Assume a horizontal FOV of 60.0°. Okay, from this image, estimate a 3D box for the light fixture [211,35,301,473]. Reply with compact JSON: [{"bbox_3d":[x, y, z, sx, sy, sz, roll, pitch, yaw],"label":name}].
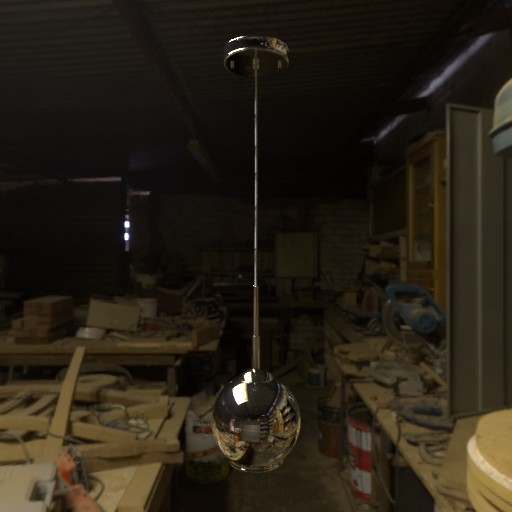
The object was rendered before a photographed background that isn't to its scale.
[{"bbox_3d":[0.000,0.000,1.670,0.336,1.538,0.336,0,0,0],"label":"light fixture"}]
